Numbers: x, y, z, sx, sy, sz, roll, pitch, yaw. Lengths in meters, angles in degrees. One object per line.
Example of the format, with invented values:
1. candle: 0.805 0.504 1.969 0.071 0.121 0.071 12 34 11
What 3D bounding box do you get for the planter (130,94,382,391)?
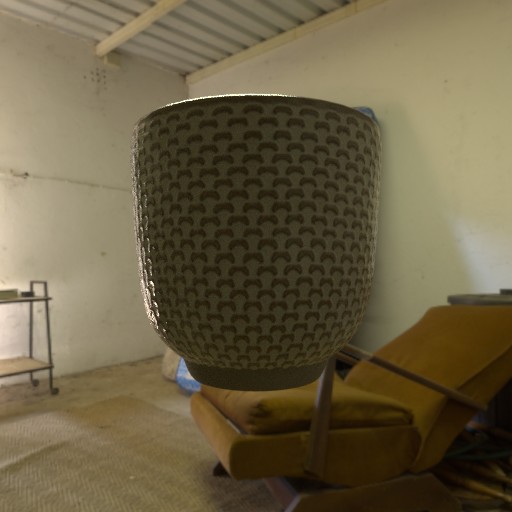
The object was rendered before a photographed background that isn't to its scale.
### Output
1. planter: 0.000 0.000 0.358 0.197 0.191 0.197 0 -1 0
